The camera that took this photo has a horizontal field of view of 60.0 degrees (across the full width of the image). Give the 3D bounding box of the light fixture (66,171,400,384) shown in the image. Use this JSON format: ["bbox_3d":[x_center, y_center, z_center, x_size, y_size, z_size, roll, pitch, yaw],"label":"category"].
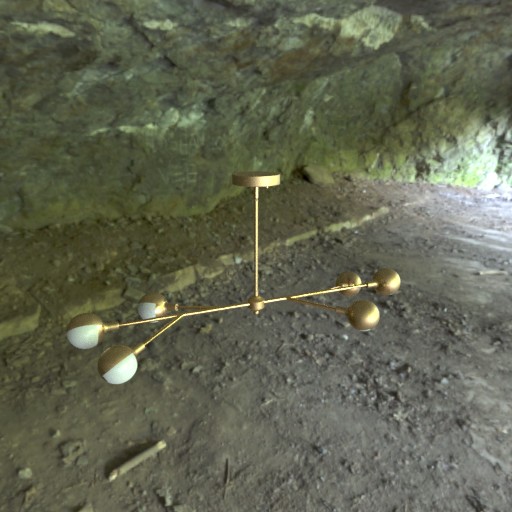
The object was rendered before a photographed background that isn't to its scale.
[{"bbox_3d":[0.000,0.000,0.986,0.778,0.362,0.434,-2,17,-7],"label":"light fixture"}]
